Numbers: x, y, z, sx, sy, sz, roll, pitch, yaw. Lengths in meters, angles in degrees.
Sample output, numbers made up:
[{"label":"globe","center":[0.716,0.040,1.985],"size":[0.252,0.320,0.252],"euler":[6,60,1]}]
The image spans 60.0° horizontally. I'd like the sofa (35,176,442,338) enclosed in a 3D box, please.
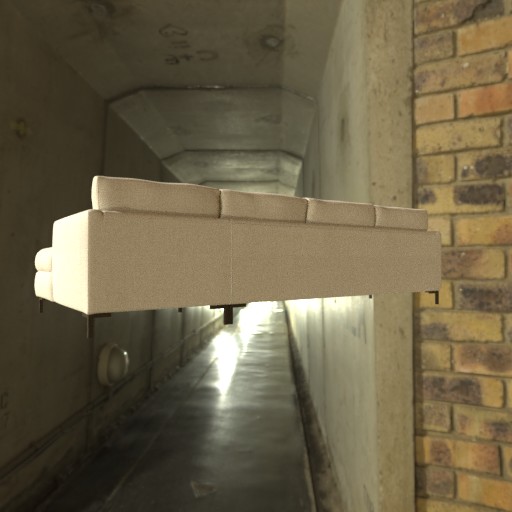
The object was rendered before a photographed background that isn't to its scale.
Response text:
[{"label":"sofa","center":[0.000,0.000,2.876],"size":[2.445,0.677,1.126],"euler":[0,-1,-35]}]
